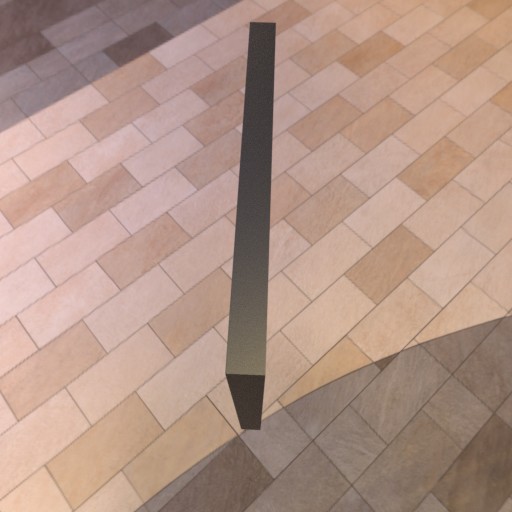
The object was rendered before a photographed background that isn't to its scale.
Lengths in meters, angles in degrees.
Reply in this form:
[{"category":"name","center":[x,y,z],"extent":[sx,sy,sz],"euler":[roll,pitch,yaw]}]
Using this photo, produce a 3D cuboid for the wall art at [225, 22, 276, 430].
[{"category":"wall art","center":[0.000,0.000,0.759],"extent":[0.038,0.508,0.508],"euler":[2,63,1]}]
